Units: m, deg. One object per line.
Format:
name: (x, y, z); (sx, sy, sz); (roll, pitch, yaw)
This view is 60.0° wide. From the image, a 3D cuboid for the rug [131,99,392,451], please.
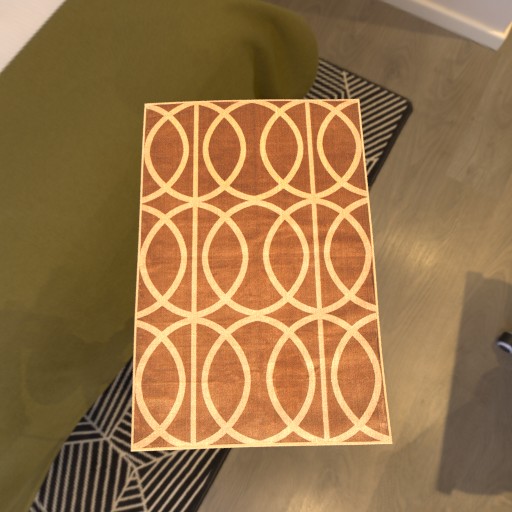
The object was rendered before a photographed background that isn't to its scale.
rug: (0.000, 0.000, 2.853); (1.526, 0.014, 2.290); (-2, 75, 0)
